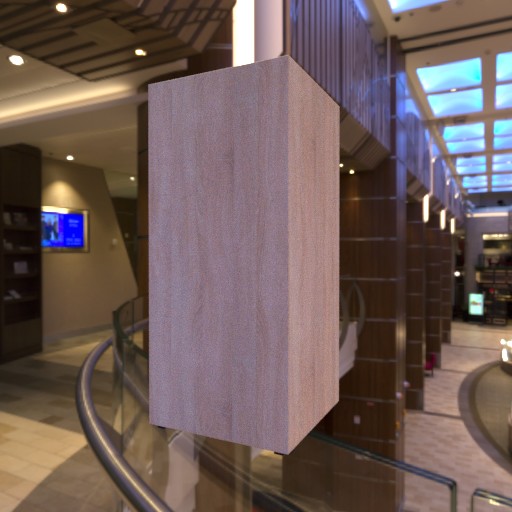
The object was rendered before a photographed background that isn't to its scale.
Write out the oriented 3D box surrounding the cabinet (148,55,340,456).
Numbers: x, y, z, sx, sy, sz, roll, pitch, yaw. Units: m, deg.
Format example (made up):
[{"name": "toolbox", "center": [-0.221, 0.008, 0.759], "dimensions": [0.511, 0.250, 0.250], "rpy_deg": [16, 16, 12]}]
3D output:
[{"name": "cabinet", "center": [0.000, 0.000, 2.854], "dimensions": [1.327, 2.120, 1.094], "rpy_deg": [0, 1, -18]}]
